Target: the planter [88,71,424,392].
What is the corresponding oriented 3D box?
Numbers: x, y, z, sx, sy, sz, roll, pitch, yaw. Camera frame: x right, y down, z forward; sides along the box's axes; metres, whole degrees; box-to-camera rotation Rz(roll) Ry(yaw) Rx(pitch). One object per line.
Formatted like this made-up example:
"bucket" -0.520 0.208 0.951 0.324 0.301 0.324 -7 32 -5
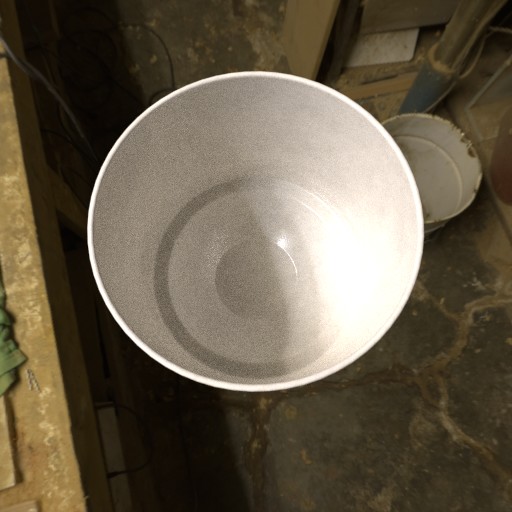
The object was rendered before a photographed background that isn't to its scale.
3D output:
"planter" 0.000 0.000 0.337 0.190 0.181 0.190 0 76 0
